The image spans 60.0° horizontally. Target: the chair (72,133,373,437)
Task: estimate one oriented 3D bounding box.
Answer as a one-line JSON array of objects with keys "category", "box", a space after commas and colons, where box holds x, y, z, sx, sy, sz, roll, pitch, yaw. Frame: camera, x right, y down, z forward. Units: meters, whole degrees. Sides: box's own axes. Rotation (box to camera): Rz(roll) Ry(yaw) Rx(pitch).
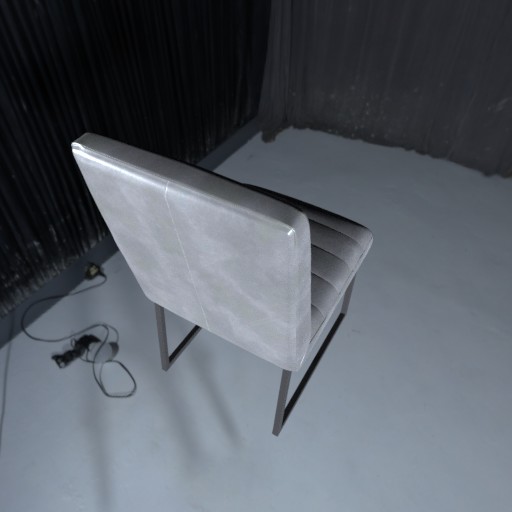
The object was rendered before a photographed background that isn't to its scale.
[{"category": "chair", "box": [0.000, 0.000, 1.293, 0.520, 0.930, 0.634, 23, 50, 21]}]
